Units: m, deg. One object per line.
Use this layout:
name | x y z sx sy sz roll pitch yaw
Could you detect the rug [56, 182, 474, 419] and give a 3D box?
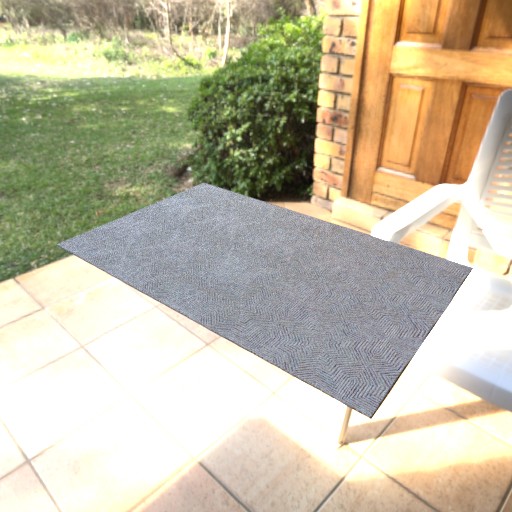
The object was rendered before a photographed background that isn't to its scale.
rug | 0.000 0.000 3.026 2.428 0.007 1.519 22 37 32
